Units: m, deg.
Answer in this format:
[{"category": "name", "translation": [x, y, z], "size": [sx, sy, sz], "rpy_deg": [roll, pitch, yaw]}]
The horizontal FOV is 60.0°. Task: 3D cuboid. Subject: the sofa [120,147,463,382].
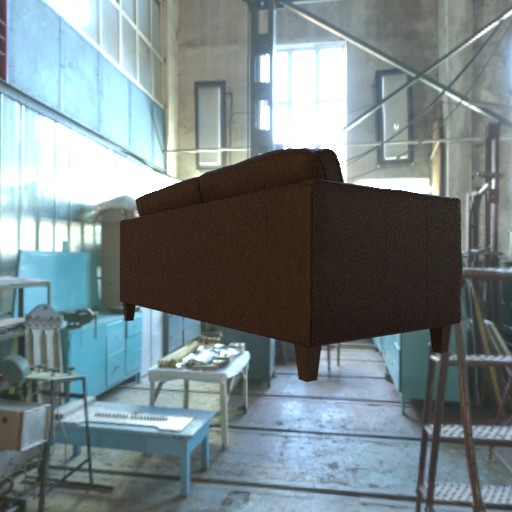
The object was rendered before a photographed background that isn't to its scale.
[{"category": "sofa", "translation": [0.000, 0.000, 2.497], "size": [0.923, 0.863, 1.971], "rpy_deg": [0, 0, -35]}]
